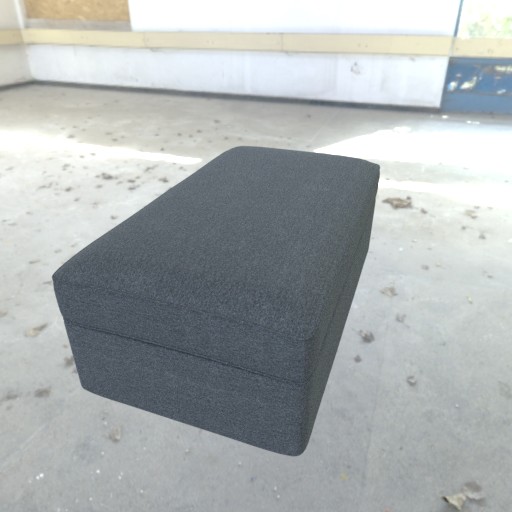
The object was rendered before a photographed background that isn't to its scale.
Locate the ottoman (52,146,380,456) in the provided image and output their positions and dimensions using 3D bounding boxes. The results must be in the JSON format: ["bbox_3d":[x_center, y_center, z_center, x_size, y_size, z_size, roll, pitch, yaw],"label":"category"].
[{"bbox_3d":[0.000,0.000,1.553,0.681,0.494,1.173,11,32,18],"label":"ottoman"}]
